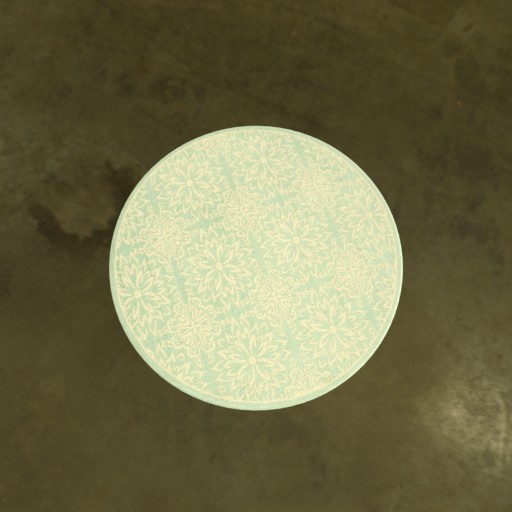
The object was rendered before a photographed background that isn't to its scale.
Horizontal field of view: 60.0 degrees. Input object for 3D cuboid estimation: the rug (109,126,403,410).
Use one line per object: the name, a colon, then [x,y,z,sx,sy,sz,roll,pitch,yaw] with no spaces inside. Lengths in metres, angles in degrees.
rug: [0.000,0.000,2.413,1.593,0.012,1.593,0,75,0]
